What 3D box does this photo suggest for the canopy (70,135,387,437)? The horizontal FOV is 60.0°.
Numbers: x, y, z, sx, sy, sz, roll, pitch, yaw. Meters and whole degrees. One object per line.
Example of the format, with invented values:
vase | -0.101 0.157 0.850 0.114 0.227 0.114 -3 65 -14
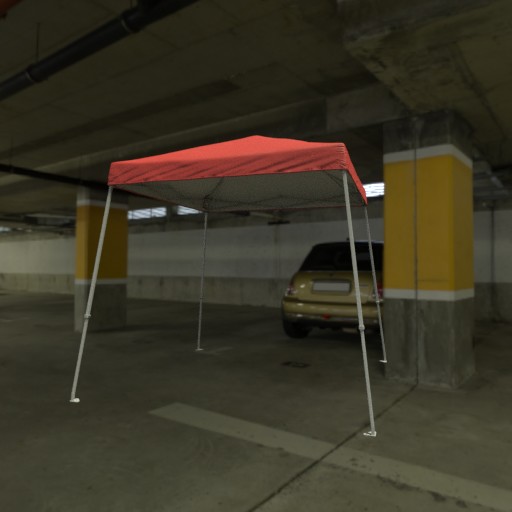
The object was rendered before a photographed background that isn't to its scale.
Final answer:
canopy | 0.000 0.000 5.214 2.849 2.849 2.848 0 -1 18
